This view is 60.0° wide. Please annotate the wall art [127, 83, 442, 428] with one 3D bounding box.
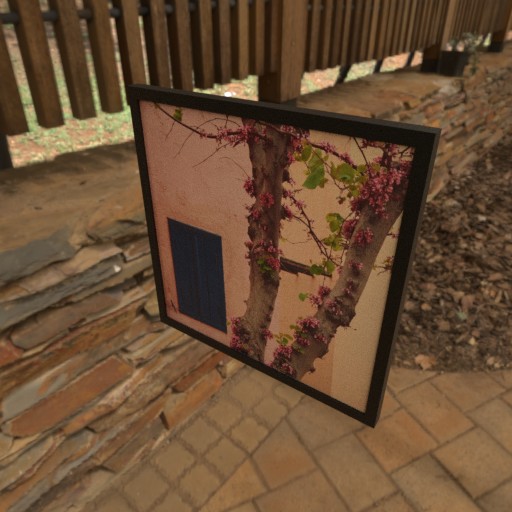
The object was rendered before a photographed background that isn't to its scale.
[{"bbox_3d":[0.000,0.000,1.142,0.762,0.762,0.038,19,36,29],"label":"wall art"}]
